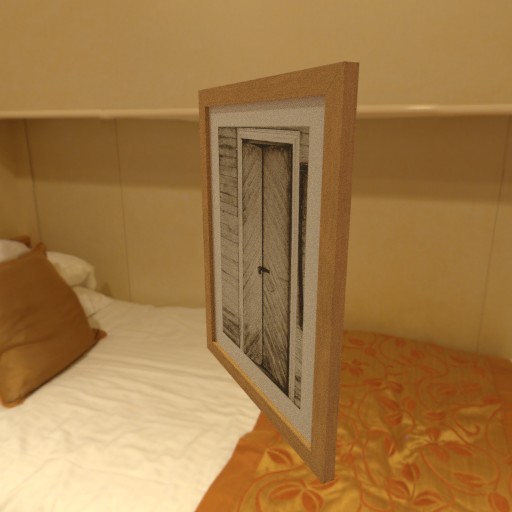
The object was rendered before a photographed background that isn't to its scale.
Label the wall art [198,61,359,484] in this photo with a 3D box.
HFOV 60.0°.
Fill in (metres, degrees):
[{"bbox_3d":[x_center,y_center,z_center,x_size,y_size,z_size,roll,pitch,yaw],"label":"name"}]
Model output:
[{"bbox_3d":[0.000,0.000,0.758,0.020,0.561,0.460,-8,18,-26],"label":"wall art"}]
